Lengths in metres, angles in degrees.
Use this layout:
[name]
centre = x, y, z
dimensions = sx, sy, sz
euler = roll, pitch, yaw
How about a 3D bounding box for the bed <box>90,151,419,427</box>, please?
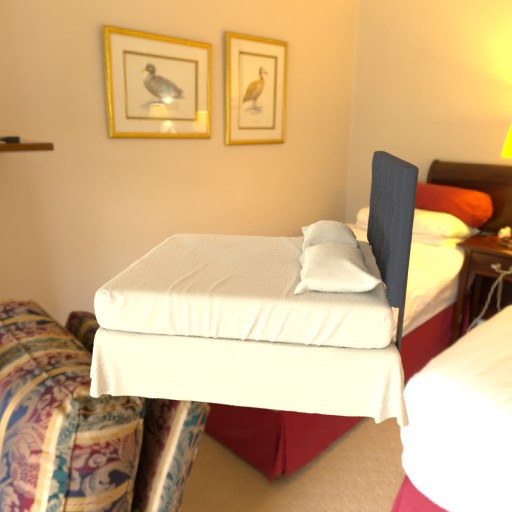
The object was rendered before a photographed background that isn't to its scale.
[bed]
centre = 0.000, 0.000, 3.543
dimensions = 2.222, 1.577, 1.936
euler = 3, 17, 8
